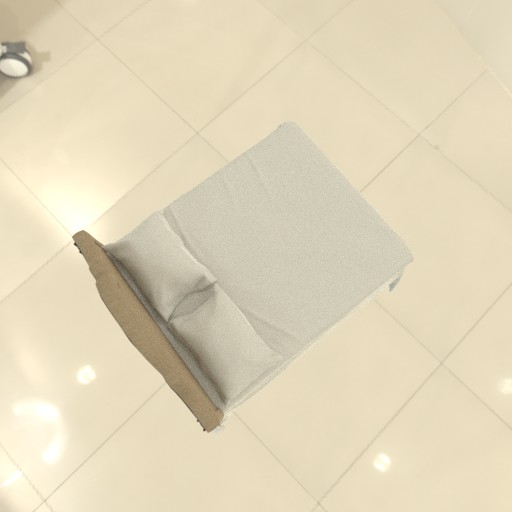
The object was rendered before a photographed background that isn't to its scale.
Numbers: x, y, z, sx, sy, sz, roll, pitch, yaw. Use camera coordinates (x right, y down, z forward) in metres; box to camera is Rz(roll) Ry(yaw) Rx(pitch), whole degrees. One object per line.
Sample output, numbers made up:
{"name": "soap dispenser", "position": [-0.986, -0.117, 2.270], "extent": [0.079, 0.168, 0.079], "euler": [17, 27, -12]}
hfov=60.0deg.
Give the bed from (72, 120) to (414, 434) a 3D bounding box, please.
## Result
{"name": "bed", "position": [0.000, 0.000, 3.403], "extent": [2.222, 1.634, 1.780], "euler": [-37, 78, -9]}
